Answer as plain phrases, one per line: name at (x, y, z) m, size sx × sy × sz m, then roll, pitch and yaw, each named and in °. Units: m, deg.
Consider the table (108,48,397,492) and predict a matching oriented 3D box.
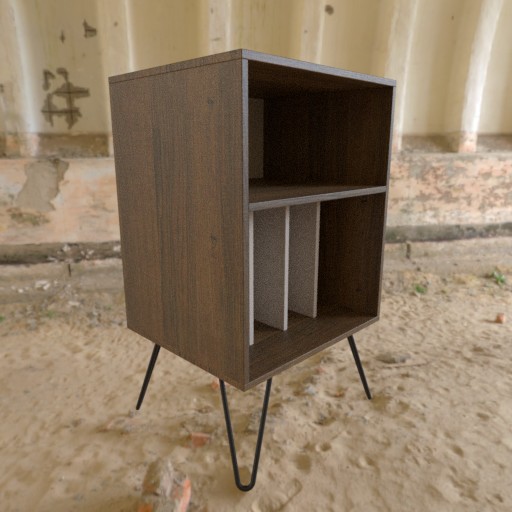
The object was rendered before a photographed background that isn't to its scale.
table at (0.000, 0.000, 1.156) m, size 0.457 × 0.866 × 0.526 m, roll 14°, pitch 19°, yaw 43°
